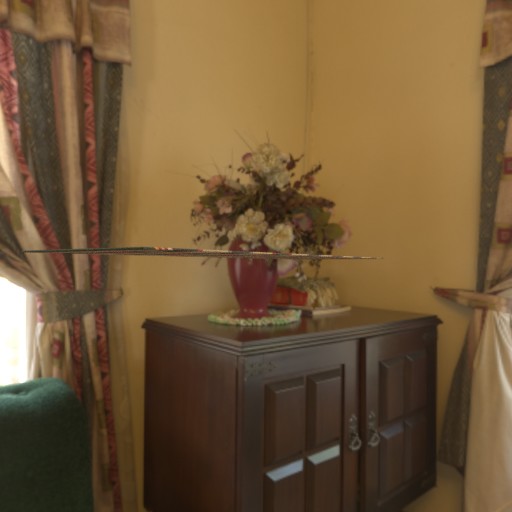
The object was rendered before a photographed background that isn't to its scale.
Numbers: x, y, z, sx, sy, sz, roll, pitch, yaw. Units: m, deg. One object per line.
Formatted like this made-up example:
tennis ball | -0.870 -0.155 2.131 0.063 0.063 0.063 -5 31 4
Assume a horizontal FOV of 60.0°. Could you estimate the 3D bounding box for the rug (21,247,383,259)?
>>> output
rug | 0.000 0.000 2.678 0.760 0.009 2.440 -1 -2 34
